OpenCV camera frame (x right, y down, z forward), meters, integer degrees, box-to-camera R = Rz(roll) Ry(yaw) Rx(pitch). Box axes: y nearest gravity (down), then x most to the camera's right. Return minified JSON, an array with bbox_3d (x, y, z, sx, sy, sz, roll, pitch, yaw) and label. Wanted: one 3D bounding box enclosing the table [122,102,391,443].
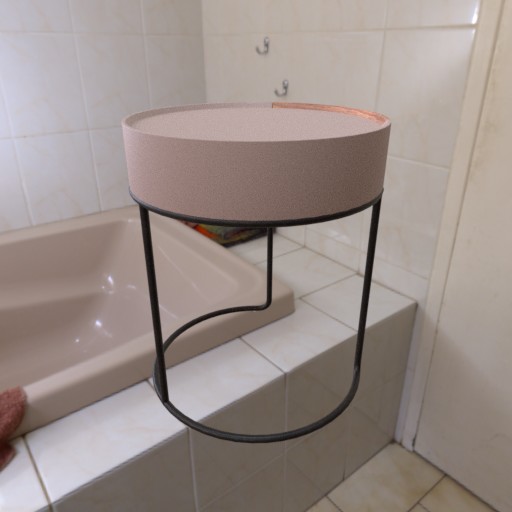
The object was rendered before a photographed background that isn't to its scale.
[{"bbox_3d":[0.000,0.000,0.874,0.450,0.530,0.450,0,25,0],"label":"table"}]
